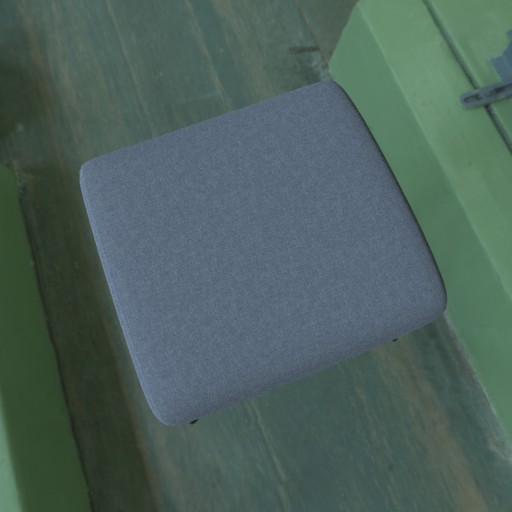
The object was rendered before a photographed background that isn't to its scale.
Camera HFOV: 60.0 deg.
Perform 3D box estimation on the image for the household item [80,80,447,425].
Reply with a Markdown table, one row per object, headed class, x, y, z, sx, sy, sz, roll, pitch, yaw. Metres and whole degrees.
| class | x | y | z | sx | sy | sz | roll | pitch | yaw |
| --- | --- | --- | --- | --- | --- | --- | --- | --- | --- |
| household item | 0.000 | 0.000 | 0.907 | 0.530 | 0.410 | 0.530 | -21 | 75 | -6 |
